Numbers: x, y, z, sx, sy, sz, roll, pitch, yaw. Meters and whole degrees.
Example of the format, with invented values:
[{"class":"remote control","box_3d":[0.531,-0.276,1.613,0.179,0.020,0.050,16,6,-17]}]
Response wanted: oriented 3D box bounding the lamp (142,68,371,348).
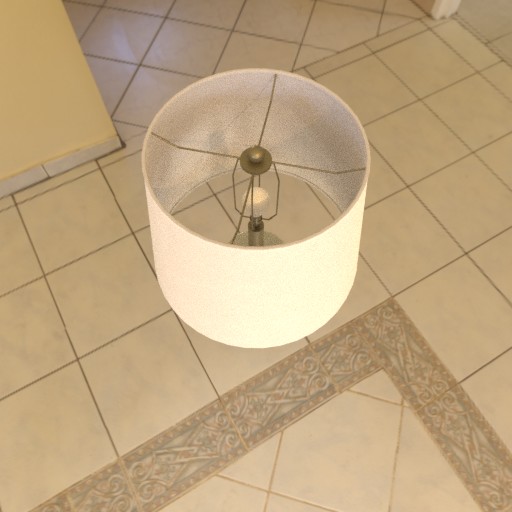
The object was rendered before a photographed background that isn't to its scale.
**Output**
[{"class":"lamp","box_3d":[0.000,0.000,0.544,0.239,0.399,0.239,0,64,0]}]
